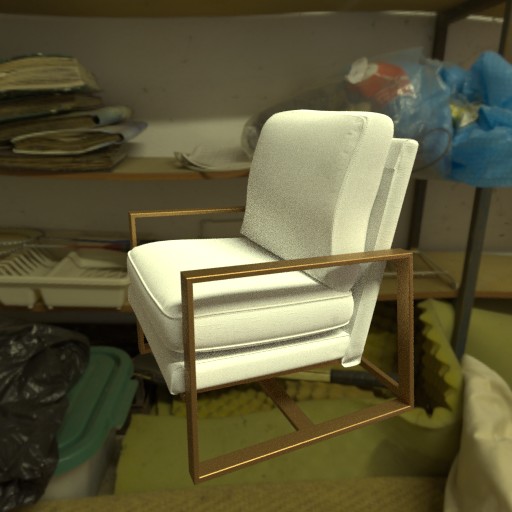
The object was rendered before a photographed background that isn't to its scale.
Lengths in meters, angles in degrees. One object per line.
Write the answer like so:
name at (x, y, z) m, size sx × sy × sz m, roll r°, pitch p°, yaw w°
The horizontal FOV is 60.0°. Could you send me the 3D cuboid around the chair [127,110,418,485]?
chair at (0.000, 0.000, 1.538) m, size 0.813 × 0.966 × 0.805 m, roll -8°, pitch 20°, yaw -24°
